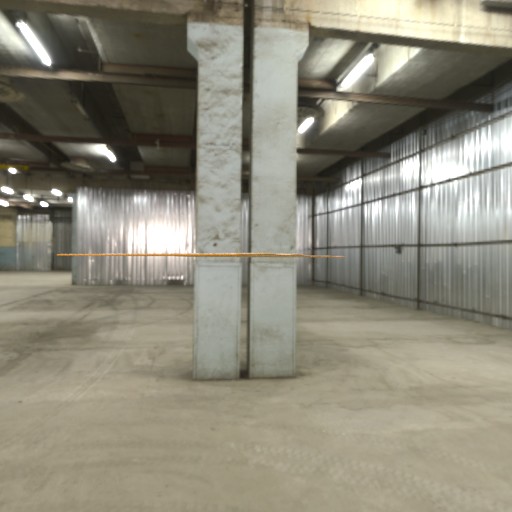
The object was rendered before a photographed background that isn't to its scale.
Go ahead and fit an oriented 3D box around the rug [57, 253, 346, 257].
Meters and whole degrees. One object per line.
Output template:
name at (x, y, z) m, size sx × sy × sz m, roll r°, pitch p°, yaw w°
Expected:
rug at (0.000, 0.000, 2.543) m, size 0.704 × 0.014 × 2.294 m, roll 0°, pitch 0°, yaw 19°
